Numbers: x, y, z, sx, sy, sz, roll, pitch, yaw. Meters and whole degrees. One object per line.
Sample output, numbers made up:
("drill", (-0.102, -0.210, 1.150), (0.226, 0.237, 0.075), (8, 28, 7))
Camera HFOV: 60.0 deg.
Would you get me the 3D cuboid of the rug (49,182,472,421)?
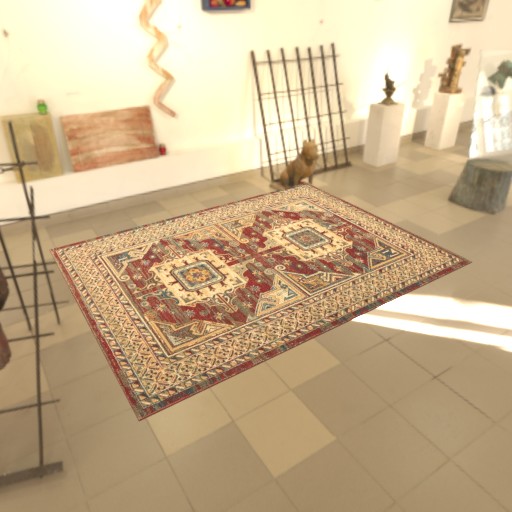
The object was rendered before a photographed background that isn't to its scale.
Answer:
("rug", (0.000, 0.000, 4.173), (3.197, 0.013, 2.381), (-19, 35, -28))
